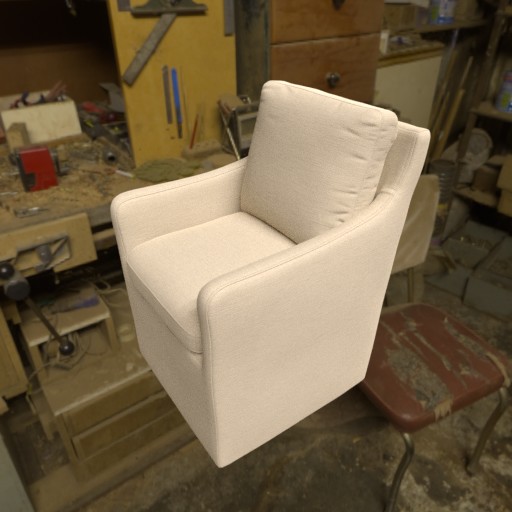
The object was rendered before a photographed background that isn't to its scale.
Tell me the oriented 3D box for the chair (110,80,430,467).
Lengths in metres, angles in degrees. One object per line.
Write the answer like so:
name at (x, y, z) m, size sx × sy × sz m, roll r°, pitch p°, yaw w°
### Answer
chair at (0.000, 0.000, 1.365) m, size 0.694 × 0.914 × 0.626 m, roll -21°, pitch 38°, yaw -29°
